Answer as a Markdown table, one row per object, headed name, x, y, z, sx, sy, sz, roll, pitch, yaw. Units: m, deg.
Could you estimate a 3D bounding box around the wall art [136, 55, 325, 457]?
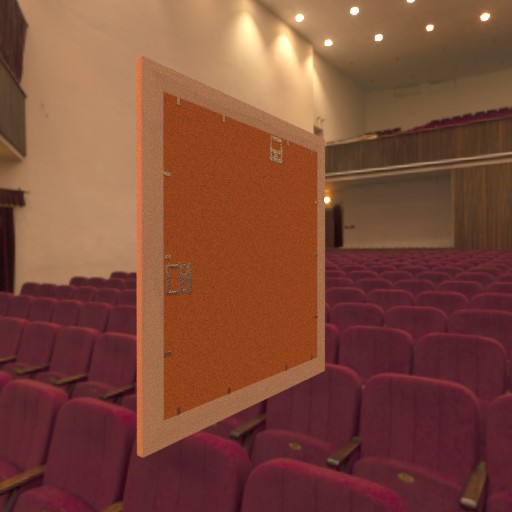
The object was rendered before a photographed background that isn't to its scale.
| name | x | y | z | sx | sy | sz | roll | pitch | yaw |
| --- | --- | --- | --- | --- | --- | --- | --- | --- | --- |
| wall art | 0.000 | 0.000 | 0.883 | 0.013 | 0.584 | 0.584 | 0 | 1 | 36 |
